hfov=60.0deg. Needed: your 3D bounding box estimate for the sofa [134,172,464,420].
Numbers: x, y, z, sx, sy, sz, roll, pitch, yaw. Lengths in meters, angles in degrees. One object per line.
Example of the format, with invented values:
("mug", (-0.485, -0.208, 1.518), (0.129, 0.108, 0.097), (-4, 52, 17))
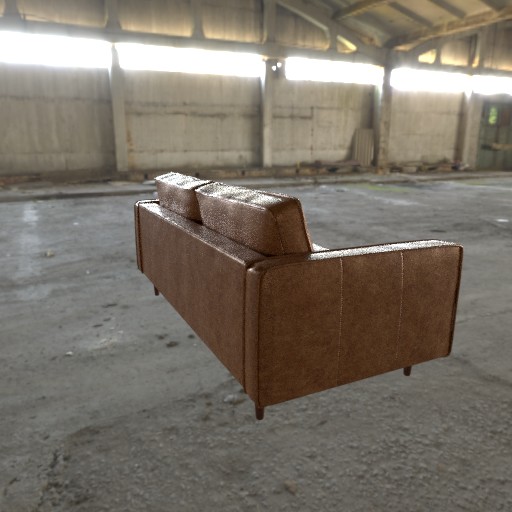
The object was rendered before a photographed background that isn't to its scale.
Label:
("sofa", (0.000, 0.000, 2.408), (0.924, 0.825, 1.920), (-7, 16, -25))
